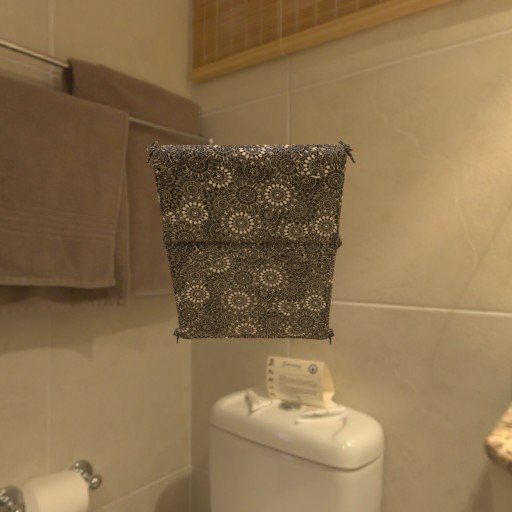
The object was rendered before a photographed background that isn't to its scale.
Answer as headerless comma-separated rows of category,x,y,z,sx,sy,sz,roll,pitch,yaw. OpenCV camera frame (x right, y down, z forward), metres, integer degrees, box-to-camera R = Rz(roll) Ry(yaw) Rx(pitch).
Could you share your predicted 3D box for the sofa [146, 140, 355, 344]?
sofa,0.000,0.000,1.965,0.582,0.622,1.663,0,0,1
